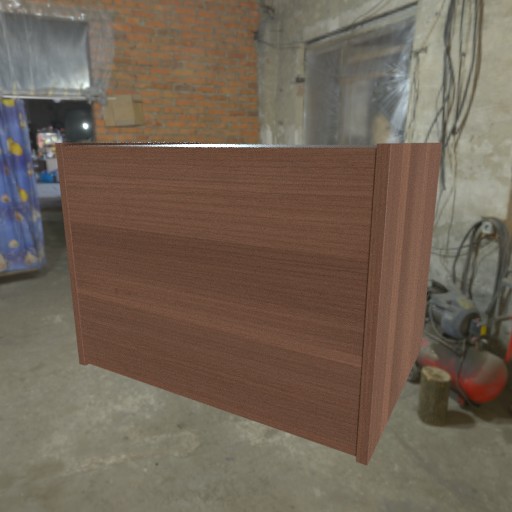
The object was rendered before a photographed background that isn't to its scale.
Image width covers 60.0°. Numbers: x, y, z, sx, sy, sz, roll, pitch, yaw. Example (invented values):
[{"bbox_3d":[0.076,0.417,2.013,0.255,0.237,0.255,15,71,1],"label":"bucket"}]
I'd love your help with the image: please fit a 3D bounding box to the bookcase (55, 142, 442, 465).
[{"bbox_3d":[0.000,0.000,0.616,0.415,0.305,0.290,8,17,29],"label":"bookcase"}]
